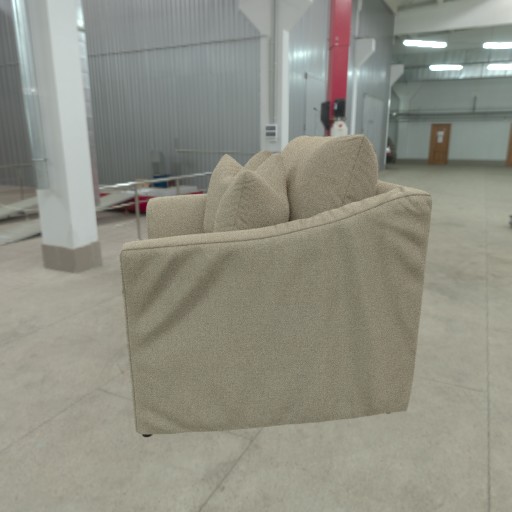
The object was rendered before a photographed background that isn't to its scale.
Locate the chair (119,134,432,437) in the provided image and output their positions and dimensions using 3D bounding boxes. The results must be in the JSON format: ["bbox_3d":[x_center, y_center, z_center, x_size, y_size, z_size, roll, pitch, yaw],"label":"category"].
[{"bbox_3d":[0.000,0.000,2.070,1.071,1.093,1.194,-2,15,-8],"label":"chair"}]
